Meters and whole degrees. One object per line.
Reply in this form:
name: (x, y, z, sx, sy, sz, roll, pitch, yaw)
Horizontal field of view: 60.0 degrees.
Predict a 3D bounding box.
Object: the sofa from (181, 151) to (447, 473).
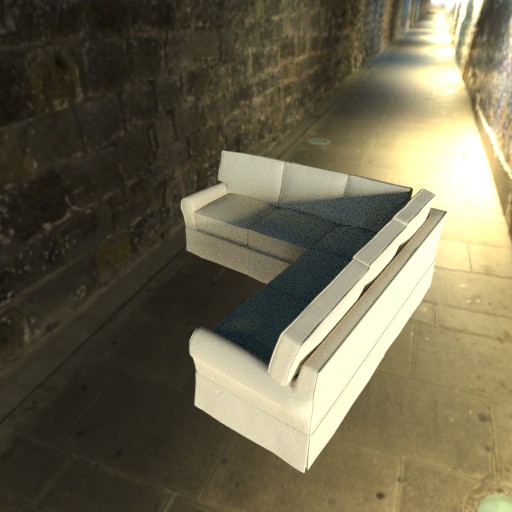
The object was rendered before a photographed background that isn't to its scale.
sofa: (0.000, 0.000, 4.027, 2.591, 1.070, 2.597, 20, 36, 30)
